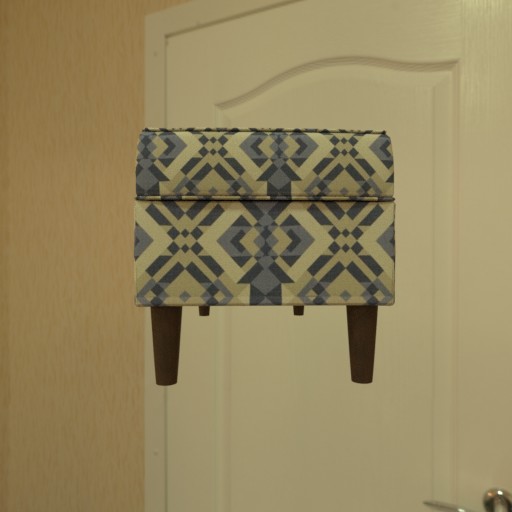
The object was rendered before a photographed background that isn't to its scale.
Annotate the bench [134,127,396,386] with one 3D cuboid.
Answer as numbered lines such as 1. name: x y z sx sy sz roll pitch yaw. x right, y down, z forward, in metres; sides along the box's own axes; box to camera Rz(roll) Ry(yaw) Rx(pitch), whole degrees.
1. bench: 0.000 0.000 1.304 0.492 0.477 1.016 0 0 -2
